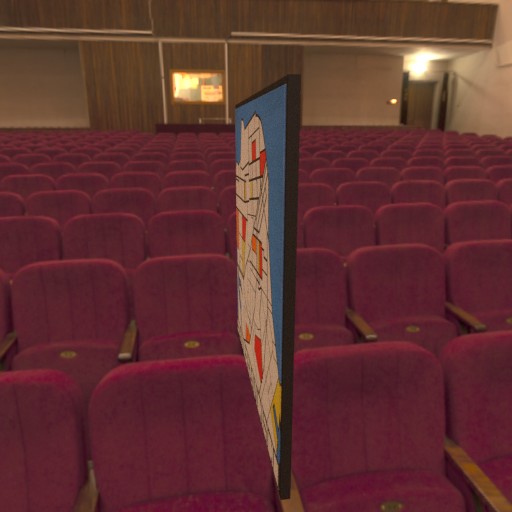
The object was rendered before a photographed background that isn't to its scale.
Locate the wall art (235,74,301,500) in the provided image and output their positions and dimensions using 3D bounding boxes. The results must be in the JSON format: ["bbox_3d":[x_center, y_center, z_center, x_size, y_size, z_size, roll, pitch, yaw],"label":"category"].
[{"bbox_3d":[0.000,0.000,0.668,0.013,0.457,0.458,-2,16,-8],"label":"wall art"}]
